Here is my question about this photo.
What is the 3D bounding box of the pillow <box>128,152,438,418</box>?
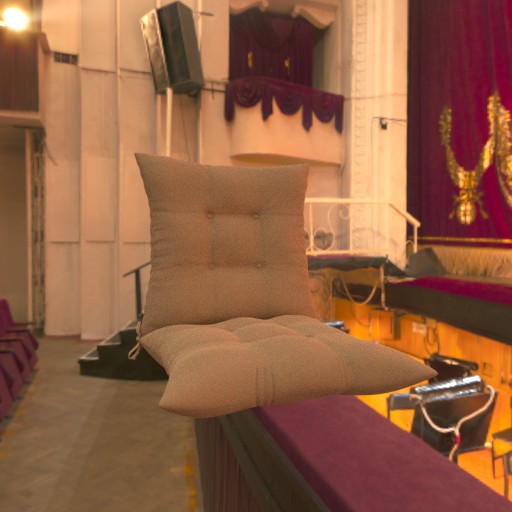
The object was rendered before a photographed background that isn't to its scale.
[{"bbox_3d":[0.000,0.000,0.999,0.541,0.536,0.585,0,1,-19],"label":"pillow"}]
